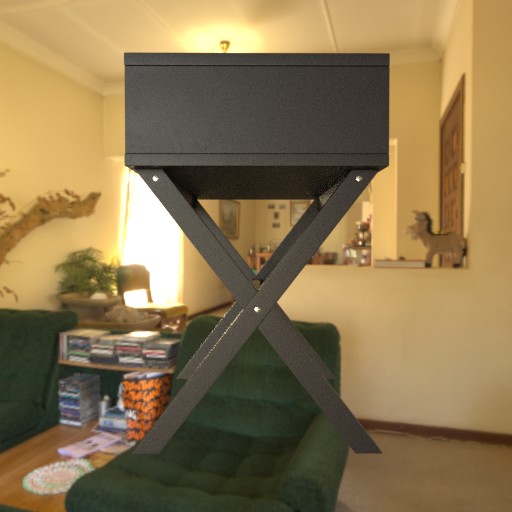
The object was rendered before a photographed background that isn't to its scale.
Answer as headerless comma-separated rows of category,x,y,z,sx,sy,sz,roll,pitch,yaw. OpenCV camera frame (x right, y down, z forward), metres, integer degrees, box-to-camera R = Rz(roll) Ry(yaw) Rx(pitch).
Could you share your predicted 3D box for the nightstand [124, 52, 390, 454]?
nightstand,0.000,0.000,0.913,0.402,0.623,0.479,0,1,0
